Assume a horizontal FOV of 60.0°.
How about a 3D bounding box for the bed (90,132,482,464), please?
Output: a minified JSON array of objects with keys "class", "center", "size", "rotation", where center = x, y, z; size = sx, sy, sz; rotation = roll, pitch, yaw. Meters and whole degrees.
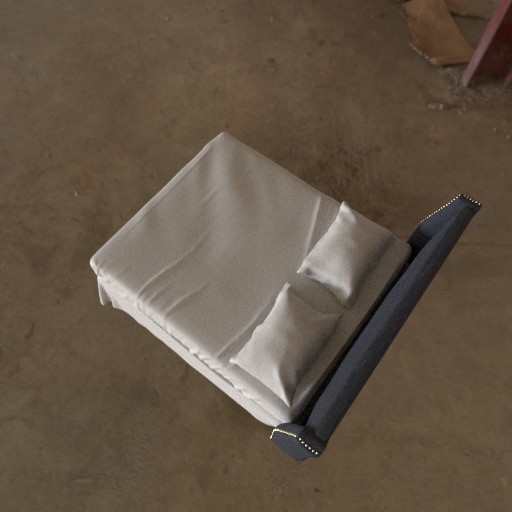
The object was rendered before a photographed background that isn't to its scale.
[{"class":"bed","center":[0.000,0.000,3.415],"size":[2.276,1.332,1.925],"rotation":[35,69,16]}]
